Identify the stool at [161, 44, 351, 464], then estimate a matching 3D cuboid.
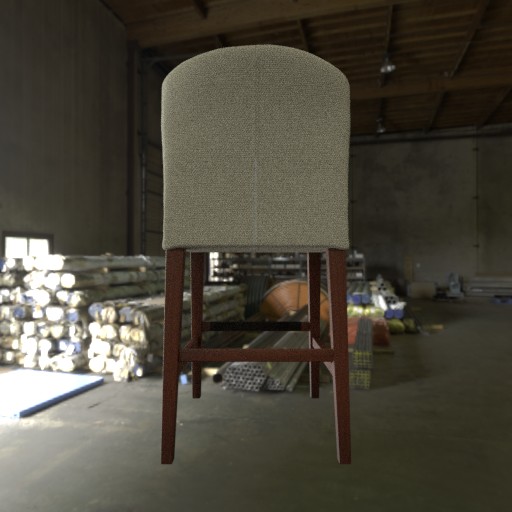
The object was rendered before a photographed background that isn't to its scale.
[{"bbox_3d":[0.000,0.000,1.285,0.481,0.969,0.568,0,0,0],"label":"stool"}]
